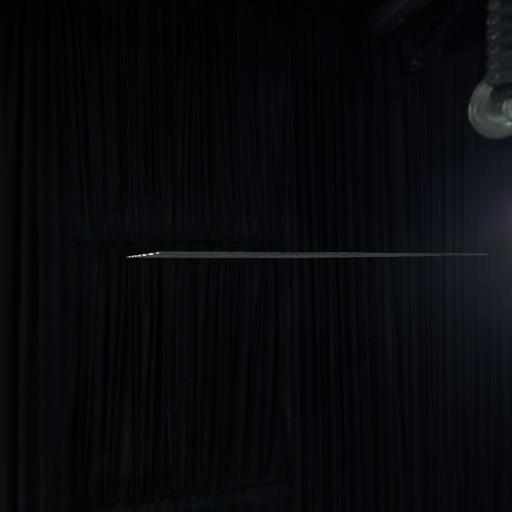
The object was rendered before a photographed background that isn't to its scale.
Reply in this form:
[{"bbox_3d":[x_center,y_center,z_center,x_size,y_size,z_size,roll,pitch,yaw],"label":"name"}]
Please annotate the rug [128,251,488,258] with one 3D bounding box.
[{"bbox_3d":[0.000,0.000,2.914,1.522,0.010,2.311,0,-1,-19],"label":"rug"}]
